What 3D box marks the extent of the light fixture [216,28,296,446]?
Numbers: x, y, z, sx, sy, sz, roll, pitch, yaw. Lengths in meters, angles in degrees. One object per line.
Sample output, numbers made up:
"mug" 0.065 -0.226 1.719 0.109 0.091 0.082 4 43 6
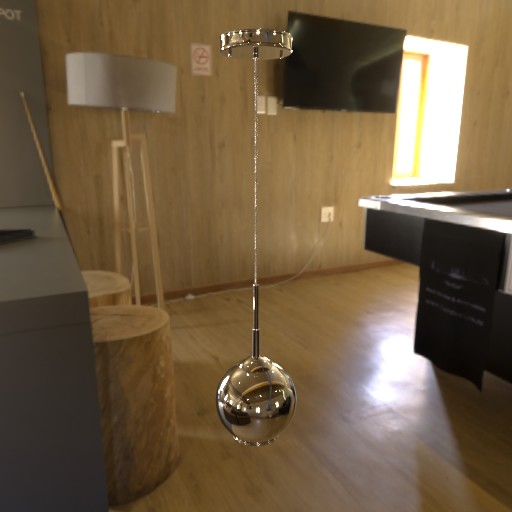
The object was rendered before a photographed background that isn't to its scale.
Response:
"light fixture" 0.000 0.000 1.703 0.336 1.538 0.336 -3 14 -11
